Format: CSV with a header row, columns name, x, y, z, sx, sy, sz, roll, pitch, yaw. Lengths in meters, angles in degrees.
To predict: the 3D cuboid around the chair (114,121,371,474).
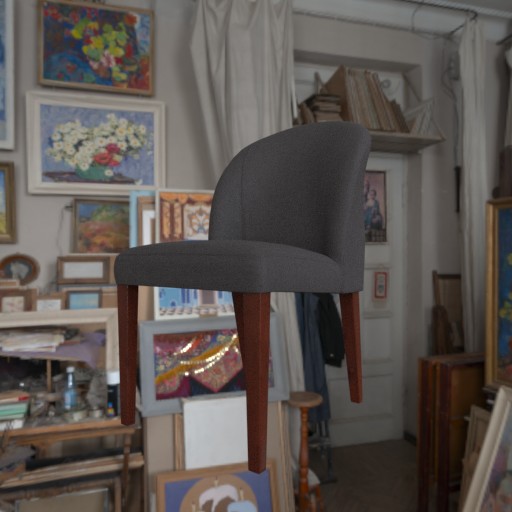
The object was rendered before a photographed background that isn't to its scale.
name,x,y,z,sx,sy,sz,roll,pitch,yaw
chair,0.000,0.000,1.246,0.506,0.879,0.619,0,0,36
